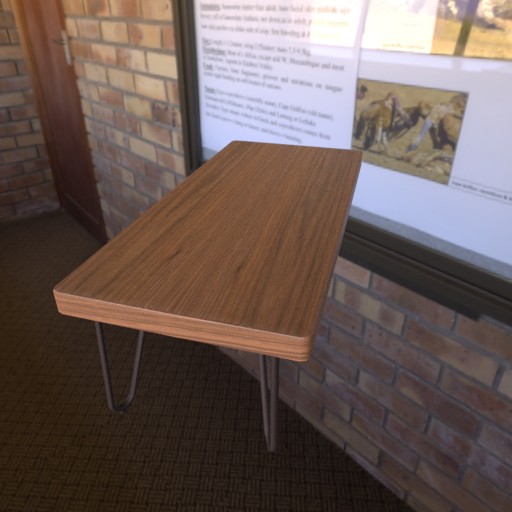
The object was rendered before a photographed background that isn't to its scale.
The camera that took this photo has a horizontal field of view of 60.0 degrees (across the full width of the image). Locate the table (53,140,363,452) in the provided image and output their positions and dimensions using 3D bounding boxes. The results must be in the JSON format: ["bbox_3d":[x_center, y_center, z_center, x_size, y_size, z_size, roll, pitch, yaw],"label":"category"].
[{"bbox_3d":[0.000,0.000,1.672,0.637,0.468,1.375,8,31,14],"label":"table"}]
